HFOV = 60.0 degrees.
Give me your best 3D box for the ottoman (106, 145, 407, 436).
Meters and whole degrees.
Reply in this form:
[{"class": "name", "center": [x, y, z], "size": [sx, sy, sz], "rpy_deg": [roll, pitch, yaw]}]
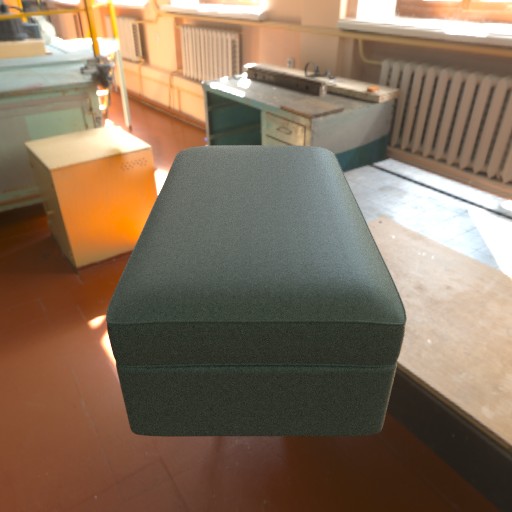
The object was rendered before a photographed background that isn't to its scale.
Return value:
[{"class": "ottoman", "center": [0.000, 0.000, 1.550], "size": [0.681, 0.494, 1.173], "rpy_deg": [0, 32, 0]}]
